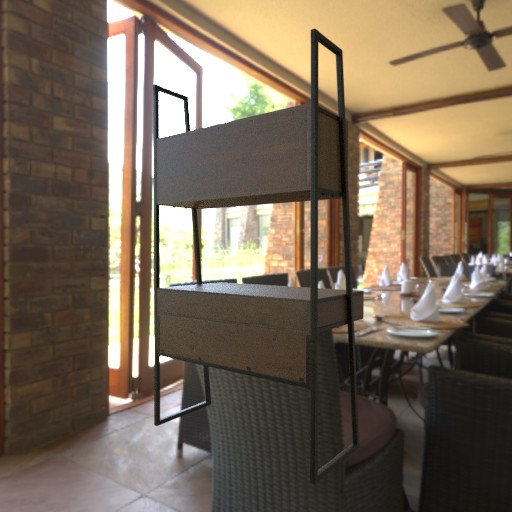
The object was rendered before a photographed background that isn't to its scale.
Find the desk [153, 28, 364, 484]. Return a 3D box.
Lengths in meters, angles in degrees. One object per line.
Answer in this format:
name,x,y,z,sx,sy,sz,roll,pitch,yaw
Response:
desk,0.000,0.000,2.254,0.982,1.809,0.515,1,1,38
